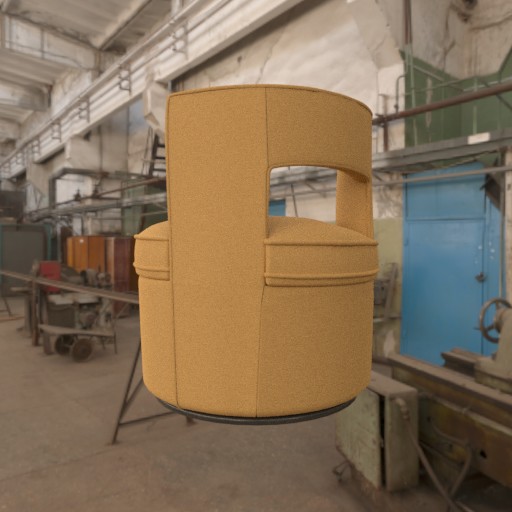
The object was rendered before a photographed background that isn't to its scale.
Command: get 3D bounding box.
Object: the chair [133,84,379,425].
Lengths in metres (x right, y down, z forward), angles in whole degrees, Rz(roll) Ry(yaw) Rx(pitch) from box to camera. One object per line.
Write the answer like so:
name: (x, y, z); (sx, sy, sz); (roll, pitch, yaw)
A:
chair: (0.000, 0.000, 1.221); (0.650, 0.723, 0.665); (-1, 1, -36)
